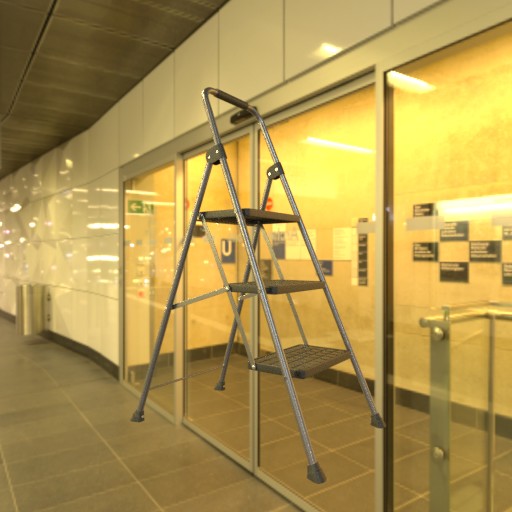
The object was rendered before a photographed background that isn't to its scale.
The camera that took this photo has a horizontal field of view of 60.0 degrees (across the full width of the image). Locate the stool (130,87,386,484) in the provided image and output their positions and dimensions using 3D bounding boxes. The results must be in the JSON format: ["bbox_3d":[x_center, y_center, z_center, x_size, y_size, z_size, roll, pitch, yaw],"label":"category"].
[{"bbox_3d":[0.000,0.000,1.489,0.733,1.121,0.473,0,0,36],"label":"stool"}]
